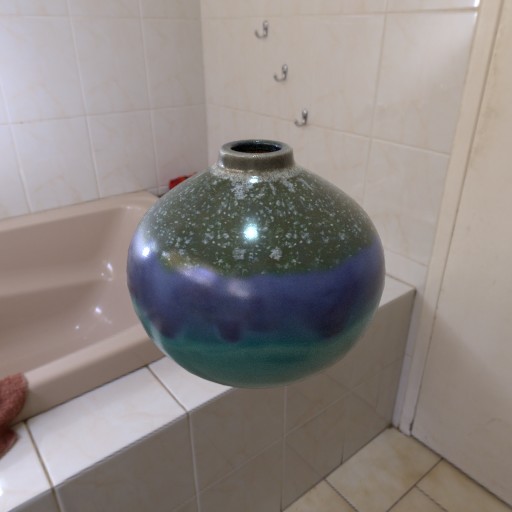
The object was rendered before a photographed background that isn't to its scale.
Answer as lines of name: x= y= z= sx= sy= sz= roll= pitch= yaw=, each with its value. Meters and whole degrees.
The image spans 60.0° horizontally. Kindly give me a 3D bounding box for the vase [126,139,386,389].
vase: x=0.000 y=0.000 z=0.270 sx=0.154 sy=0.133 sz=0.154 roll=0 pitch=27 yaw=0
